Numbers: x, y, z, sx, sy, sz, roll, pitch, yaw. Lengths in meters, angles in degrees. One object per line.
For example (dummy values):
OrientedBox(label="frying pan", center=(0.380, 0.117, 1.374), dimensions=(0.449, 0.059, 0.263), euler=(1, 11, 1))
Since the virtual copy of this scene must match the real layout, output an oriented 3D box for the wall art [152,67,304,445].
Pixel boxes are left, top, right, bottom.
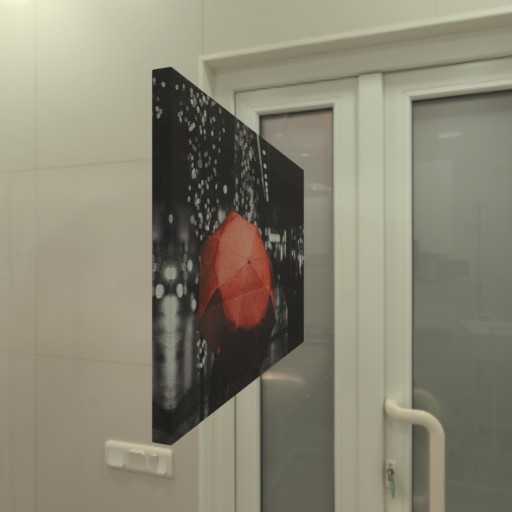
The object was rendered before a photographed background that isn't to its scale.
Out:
OrientedBox(label="wall art", center=(0.000, 0.000, 1.147), dimensions=(0.038, 0.609, 0.914), euler=(0, 0, 20))
